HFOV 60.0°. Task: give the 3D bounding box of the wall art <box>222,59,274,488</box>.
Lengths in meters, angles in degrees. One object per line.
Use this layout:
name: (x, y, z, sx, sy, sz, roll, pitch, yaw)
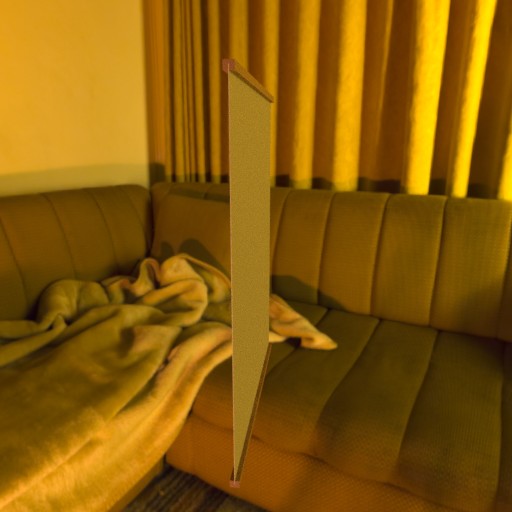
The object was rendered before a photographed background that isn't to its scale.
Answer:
wall art: (0.000, 0.000, 0.697, 0.012, 0.508, 0.405, 2, 15, 8)
